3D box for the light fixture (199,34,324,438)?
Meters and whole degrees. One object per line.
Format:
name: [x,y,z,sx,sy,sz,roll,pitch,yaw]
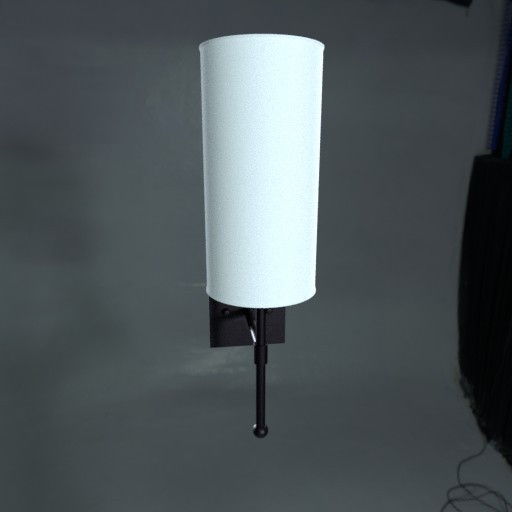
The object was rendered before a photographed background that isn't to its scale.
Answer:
light fixture: [0.000,0.000,0.552,0.128,0.462,0.208,-2,15,-8]
